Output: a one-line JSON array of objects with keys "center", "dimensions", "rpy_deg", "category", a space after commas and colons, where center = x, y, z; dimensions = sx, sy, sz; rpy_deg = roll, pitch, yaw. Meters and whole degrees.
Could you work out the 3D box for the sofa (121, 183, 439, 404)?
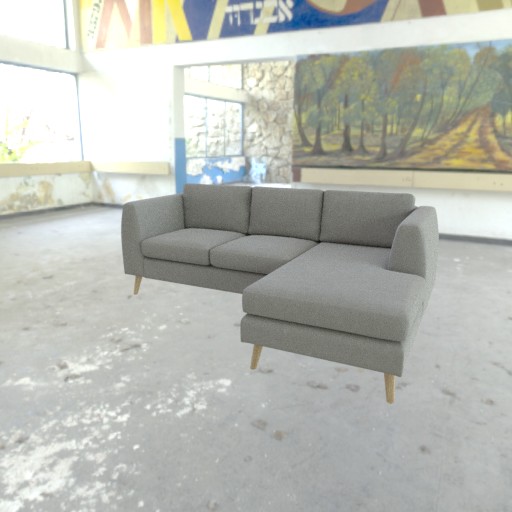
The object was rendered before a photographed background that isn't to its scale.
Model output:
[{"center": [0.000, 0.000, 3.120], "dimensions": [2.300, 0.860, 1.580], "rpy_deg": [7, 16, 26], "category": "sofa"}]
